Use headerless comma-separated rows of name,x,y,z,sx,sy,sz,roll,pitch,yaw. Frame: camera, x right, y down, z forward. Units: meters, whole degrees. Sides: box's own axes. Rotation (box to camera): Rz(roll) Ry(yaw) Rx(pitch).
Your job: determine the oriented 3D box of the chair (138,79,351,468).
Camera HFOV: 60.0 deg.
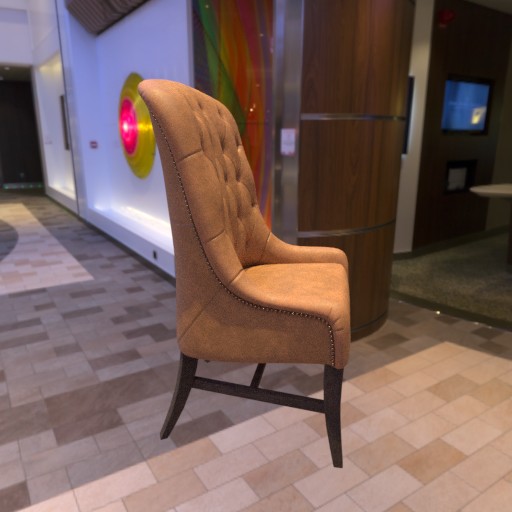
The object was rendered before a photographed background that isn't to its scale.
chair,0.000,0.000,1.468,0.629,1.091,0.634,3,16,10
